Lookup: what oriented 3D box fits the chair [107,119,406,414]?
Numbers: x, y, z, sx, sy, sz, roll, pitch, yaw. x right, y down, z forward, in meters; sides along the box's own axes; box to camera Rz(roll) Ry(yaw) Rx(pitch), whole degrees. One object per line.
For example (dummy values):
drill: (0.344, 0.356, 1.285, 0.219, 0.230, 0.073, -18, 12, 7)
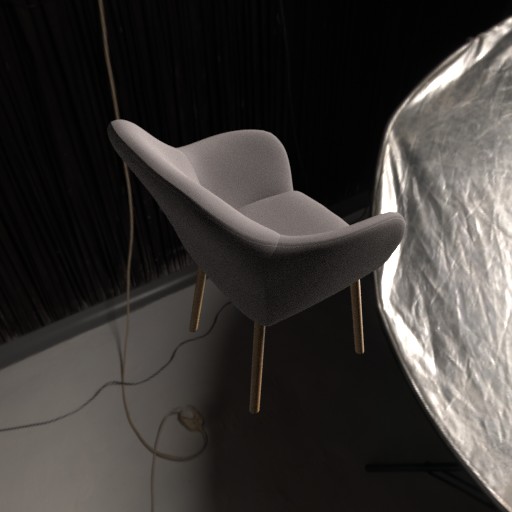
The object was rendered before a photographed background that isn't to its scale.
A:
chair: (0.000, 0.000, 1.249, 0.590, 0.830, 0.570, -25, 47, -25)
